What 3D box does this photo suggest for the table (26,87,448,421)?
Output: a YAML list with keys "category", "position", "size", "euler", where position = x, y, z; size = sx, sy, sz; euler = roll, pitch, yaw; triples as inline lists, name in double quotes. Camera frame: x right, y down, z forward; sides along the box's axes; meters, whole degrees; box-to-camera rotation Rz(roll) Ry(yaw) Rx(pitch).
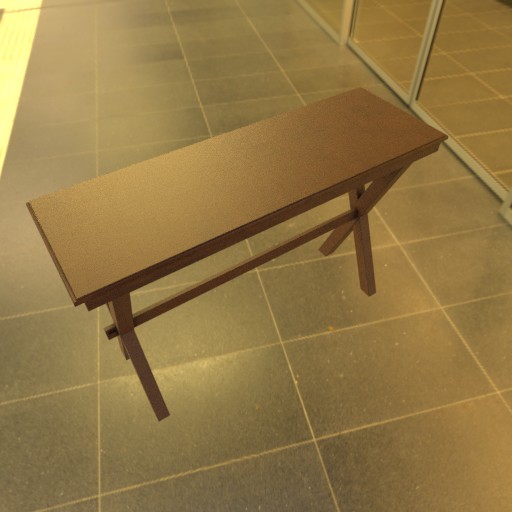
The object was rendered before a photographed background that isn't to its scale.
- category: "table"
  position: [0.000, 0.000, 1.556]
  size: [1.197, 0.763, 0.399]
  euler: [-26, 52, -23]
